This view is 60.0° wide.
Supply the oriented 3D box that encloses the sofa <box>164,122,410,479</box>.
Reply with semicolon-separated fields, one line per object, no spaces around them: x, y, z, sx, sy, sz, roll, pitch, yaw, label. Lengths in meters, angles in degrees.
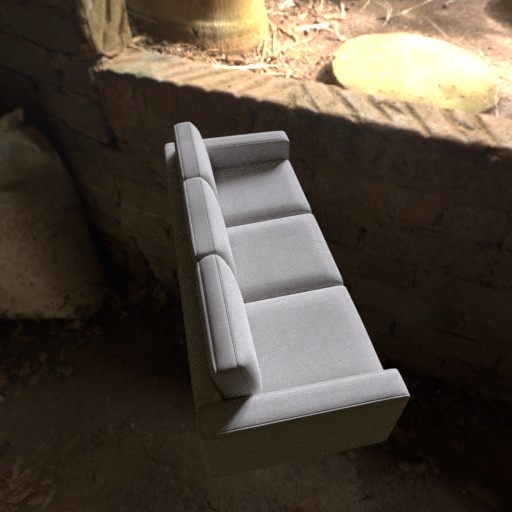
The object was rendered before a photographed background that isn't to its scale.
0.000;0.000;2.592;0.900;0.800;2.120;-9;47;-8;sofa
